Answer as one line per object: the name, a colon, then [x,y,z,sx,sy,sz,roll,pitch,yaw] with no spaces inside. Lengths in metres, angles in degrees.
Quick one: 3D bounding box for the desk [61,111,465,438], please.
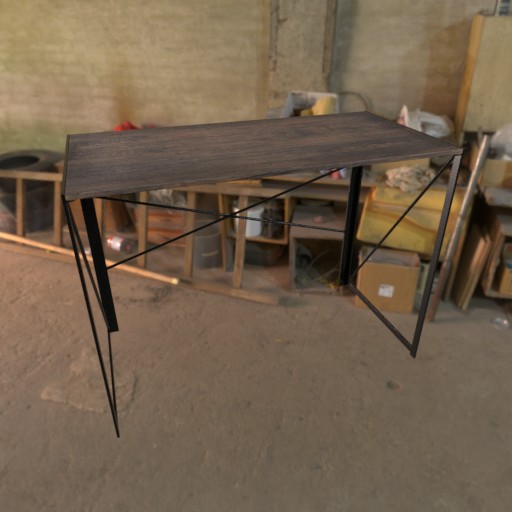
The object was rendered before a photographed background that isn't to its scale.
desk: [0.000,0.000,1.438,1.015,0.747,0.505,-10,31,-16]
